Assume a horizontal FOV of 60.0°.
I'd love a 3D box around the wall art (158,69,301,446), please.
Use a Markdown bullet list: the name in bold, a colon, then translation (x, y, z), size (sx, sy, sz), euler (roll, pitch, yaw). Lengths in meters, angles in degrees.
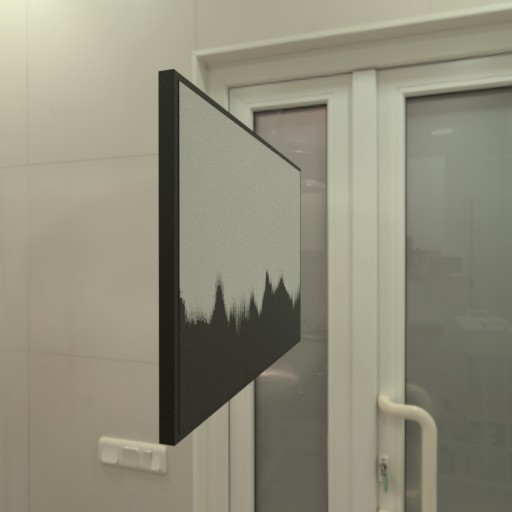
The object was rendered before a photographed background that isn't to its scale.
- **wall art**: translation (0.000, 0.000, 0.838), size (0.022, 0.446, 0.659), euler (0, 1, 19)
